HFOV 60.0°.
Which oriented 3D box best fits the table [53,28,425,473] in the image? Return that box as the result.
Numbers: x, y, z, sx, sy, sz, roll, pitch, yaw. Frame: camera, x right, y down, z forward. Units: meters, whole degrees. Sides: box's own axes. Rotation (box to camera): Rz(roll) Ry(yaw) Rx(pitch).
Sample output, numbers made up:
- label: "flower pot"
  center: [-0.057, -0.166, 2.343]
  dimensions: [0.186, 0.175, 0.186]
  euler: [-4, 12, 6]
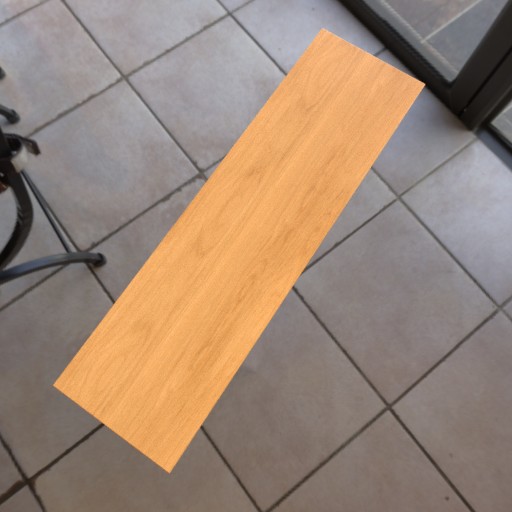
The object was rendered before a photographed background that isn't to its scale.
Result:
- label: "table"
  center: [0.000, 0.000, 1.526]
  dimensions: [0.350, 0.730, 1.240]
  euler: [33, 78, 8]
